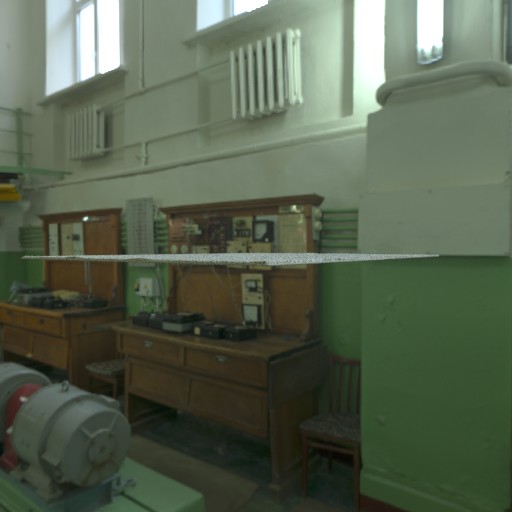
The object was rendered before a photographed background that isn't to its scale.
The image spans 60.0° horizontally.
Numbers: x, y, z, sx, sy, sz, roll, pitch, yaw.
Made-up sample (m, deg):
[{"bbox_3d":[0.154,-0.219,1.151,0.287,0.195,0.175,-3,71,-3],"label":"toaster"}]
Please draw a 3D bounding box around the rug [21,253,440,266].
[{"bbox_3d":[0.000,0.000,4.047,2.429,0.030,3.052,1,1,37],"label":"rug"}]
